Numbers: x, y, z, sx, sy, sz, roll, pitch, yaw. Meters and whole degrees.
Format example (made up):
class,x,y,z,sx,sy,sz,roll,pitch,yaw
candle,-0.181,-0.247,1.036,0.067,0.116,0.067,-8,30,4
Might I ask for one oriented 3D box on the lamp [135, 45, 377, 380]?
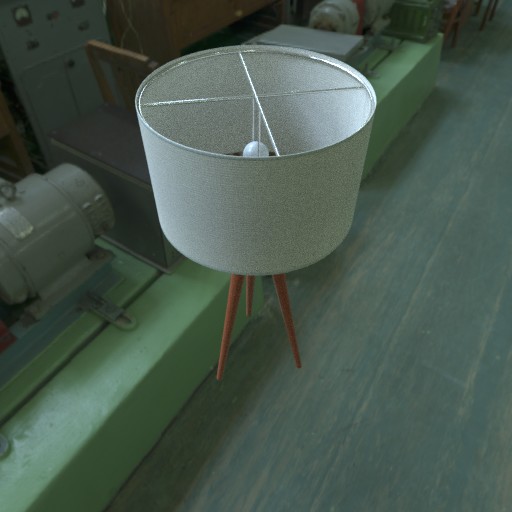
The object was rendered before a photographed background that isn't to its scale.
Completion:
class,x,y,z,sx,sy,sz,roll,pitch,yaw
lamp,0.000,0.000,0.916,0.354,0.709,0.355,23,50,21
